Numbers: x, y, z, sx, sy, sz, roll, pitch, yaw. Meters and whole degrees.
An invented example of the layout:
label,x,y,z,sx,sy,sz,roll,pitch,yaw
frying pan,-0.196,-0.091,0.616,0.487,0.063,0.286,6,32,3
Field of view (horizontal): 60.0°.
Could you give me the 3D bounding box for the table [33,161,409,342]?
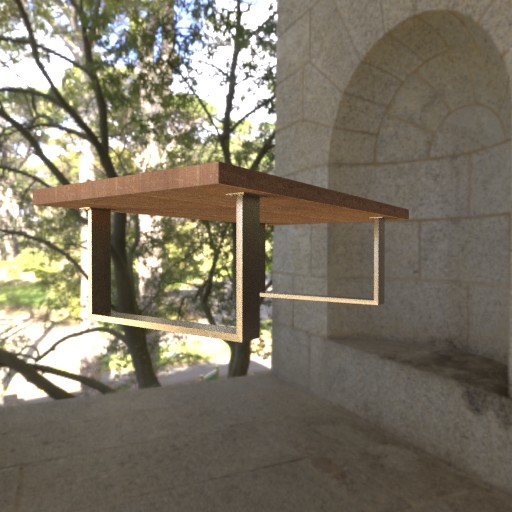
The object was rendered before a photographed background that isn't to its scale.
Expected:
label,x,y,z,sx,sy,sz,roll,pitch,yaw
table,0.000,0.000,1.790,0.800,0.440,1.400,0,1,36
